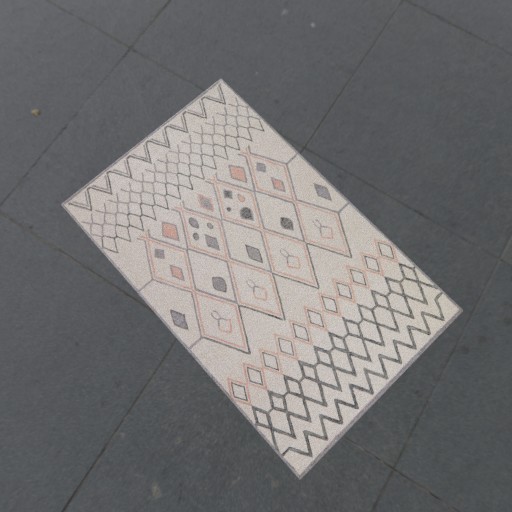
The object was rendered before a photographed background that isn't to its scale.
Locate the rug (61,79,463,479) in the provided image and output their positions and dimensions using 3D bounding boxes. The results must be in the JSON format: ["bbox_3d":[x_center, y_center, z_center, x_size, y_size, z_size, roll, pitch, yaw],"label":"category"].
[{"bbox_3d":[0.000,0.000,3.059,1.524,0.015,2.438,-42,79,-10],"label":"rug"}]
